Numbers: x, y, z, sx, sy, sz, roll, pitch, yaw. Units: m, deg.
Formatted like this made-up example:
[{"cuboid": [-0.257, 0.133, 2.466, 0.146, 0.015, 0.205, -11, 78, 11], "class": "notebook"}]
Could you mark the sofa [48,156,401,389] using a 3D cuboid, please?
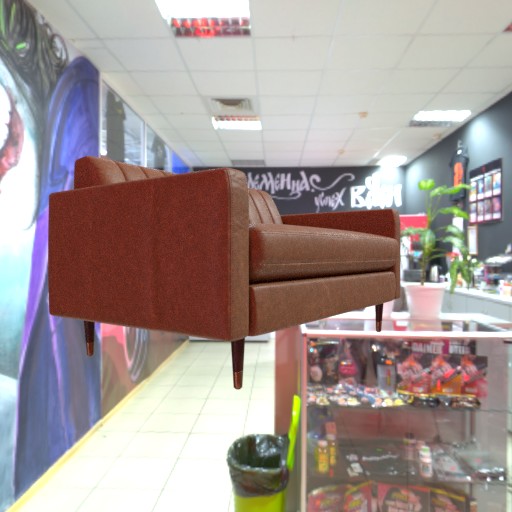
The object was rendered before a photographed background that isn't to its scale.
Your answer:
[{"cuboid": [0.000, 0.000, 2.097, 0.960, 0.820, 1.549, 0, 0, 36], "class": "sofa"}]
